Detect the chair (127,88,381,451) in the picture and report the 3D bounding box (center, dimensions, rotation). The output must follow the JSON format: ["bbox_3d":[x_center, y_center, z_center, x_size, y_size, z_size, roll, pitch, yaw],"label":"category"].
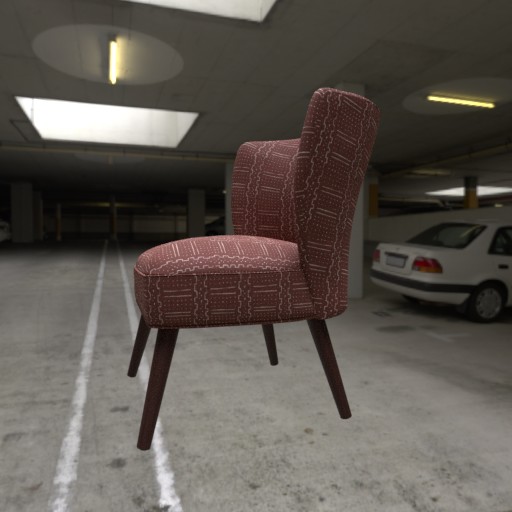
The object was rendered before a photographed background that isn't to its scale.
[{"bbox_3d":[0.000,0.000,1.380,0.758,0.866,0.706,-1,2,-18],"label":"chair"}]
